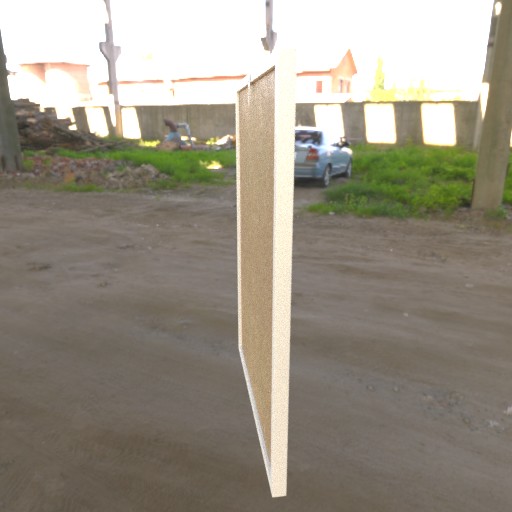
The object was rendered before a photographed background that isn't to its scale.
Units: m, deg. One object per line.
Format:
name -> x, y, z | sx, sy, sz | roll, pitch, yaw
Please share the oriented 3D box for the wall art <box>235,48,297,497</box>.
wall art -> 0.000, 0.000, 1.372 | 0.042, 1.056, 0.805 | -2, 16, -8
